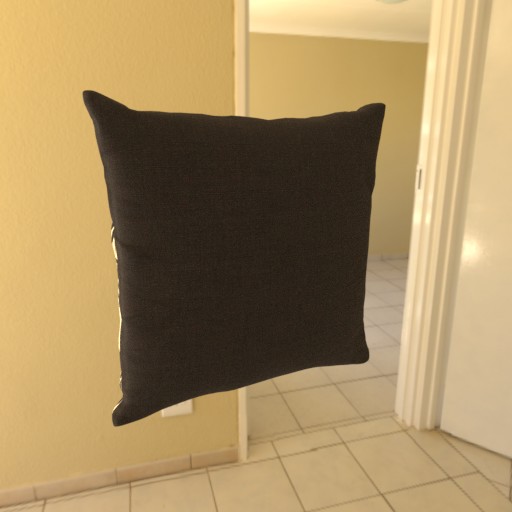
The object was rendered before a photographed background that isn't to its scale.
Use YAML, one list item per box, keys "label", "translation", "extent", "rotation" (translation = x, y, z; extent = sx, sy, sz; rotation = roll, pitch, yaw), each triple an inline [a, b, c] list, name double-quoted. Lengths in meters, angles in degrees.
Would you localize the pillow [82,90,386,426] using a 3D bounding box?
- label: "pillow"
  translation: [0.000, 0.000, 0.639]
  extent: [0.432, 0.432, 0.139]
  rotation: [-7, 16, -24]
